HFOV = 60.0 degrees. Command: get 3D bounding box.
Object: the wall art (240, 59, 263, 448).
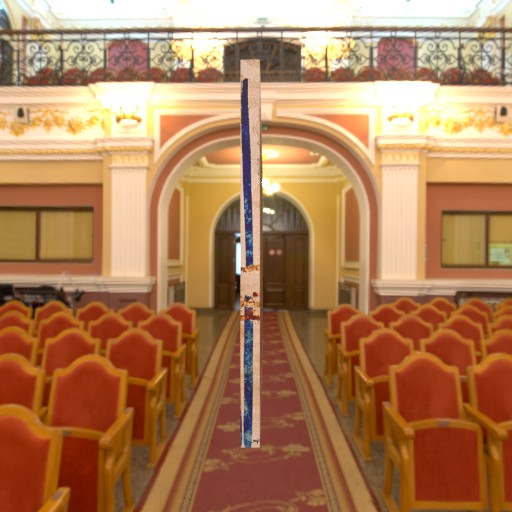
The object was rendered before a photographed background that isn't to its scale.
[{"bbox_3d":[0.000,0.000,1.154,0.030,0.609,0.919,0,-1,1],"label":"wall art"}]
